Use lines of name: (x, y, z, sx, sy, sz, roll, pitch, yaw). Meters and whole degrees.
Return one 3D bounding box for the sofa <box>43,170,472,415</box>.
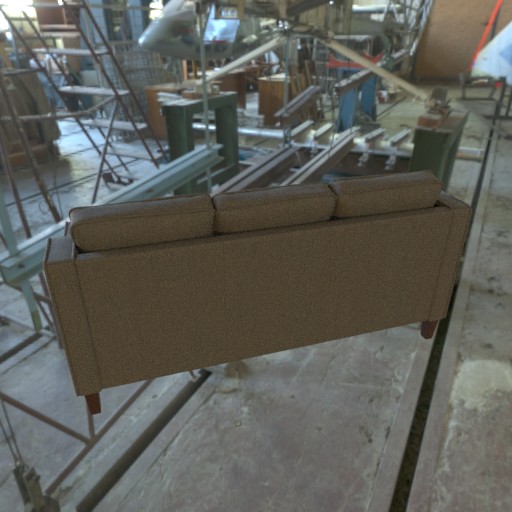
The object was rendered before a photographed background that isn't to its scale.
sofa: (0.000, 0.000, 2.478, 1.986, 0.974, 0.911, -8, 29, -16)
